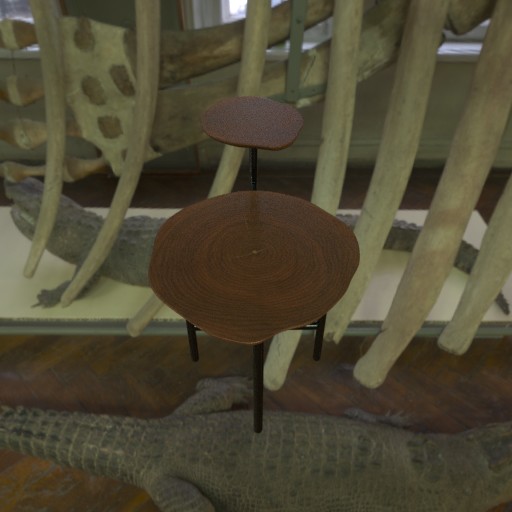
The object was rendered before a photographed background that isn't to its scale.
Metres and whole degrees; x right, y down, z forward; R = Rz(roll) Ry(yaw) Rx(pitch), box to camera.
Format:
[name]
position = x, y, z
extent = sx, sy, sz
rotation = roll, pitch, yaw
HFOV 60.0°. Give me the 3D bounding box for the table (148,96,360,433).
[table]
position = 0.000, 0.000, 1.110
extent = 0.442, 0.538, 0.759
rotation = 0, 39, 0
